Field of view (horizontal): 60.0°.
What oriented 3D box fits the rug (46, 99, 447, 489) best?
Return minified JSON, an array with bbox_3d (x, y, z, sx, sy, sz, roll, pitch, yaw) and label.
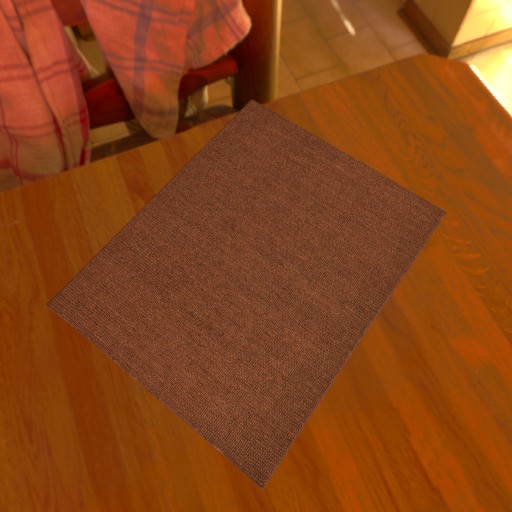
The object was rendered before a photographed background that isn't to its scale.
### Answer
[{"bbox_3d":[0.000,0.000,4.202,2.456,0.021,3.068,35,70,15],"label":"rug"}]
